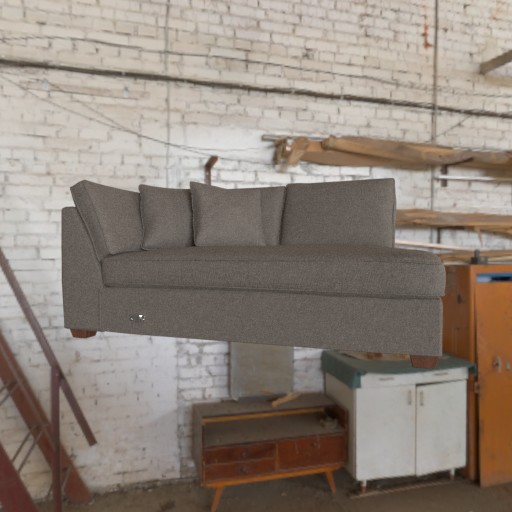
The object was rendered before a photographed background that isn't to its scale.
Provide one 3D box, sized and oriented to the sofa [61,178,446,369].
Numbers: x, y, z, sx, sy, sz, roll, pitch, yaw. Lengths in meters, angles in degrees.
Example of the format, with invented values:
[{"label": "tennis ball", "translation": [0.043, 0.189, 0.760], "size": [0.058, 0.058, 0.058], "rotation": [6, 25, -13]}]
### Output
[{"label": "sofa", "translation": [0.000, 0.000, 2.885], "size": [2.237, 1.033, 1.110], "rotation": [0, 1, 19]}]
